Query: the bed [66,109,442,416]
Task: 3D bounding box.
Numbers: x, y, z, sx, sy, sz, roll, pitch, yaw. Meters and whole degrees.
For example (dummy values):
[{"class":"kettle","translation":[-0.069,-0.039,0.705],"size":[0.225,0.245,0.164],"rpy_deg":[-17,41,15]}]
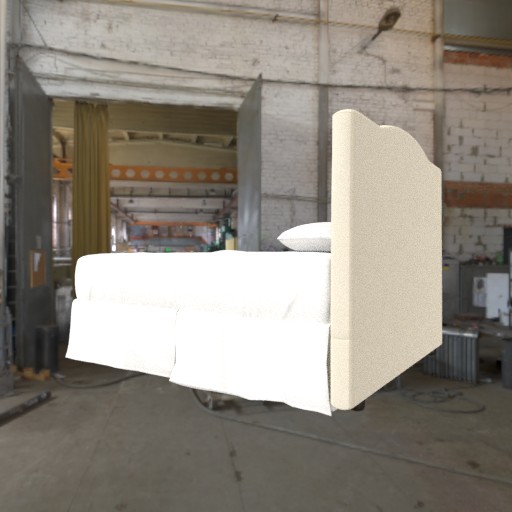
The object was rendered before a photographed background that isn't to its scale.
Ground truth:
[{"class":"bed","translation":[0.000,0.000,3.212],"size":[2.196,1.449,1.741],"rpy_deg":[0,0,35]}]
